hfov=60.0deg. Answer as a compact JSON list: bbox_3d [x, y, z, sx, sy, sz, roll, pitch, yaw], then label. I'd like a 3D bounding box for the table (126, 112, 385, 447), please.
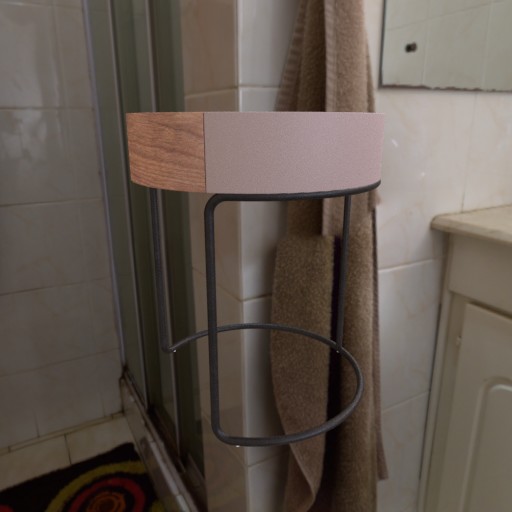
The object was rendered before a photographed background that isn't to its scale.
[{"bbox_3d":[0.000,0.000,0.870,0.450,0.530,0.450,0,17,0],"label":"table"}]
